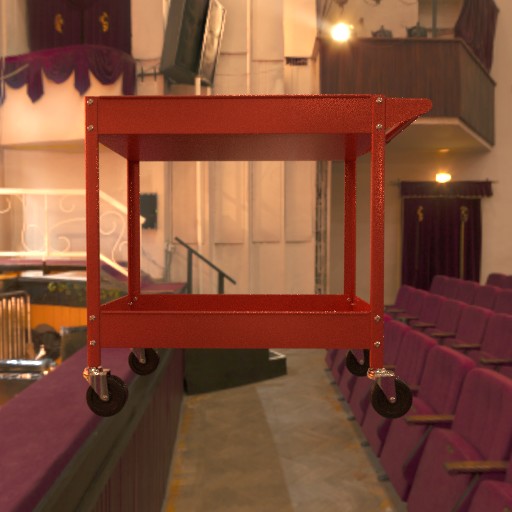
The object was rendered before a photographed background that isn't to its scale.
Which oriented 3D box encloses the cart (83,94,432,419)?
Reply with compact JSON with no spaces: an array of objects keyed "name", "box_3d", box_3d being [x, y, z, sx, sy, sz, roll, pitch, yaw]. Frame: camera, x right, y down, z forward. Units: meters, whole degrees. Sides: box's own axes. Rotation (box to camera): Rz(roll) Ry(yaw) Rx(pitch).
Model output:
[{"name":"cart","box_3d":[0.000,0.000,1.157,0.779,0.719,0.366,0,2,1]}]
